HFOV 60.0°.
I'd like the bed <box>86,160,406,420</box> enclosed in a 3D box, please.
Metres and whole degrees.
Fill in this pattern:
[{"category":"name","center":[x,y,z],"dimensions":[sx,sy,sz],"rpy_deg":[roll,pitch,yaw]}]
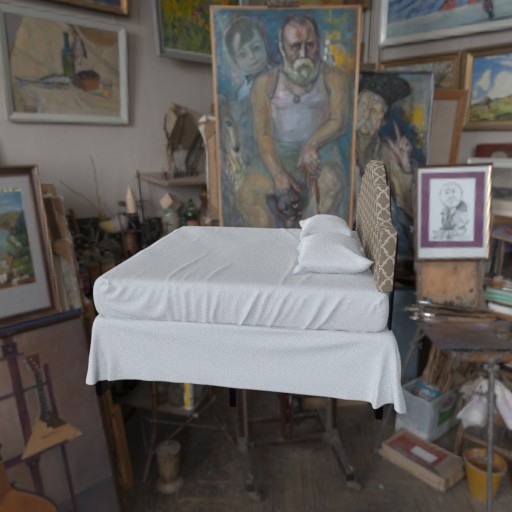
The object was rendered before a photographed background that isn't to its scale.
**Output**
[{"category":"bed","center":[0.000,0.000,3.768],"dimensions":[2.222,1.601,2.314],"rpy_deg":[2,15,8]}]
